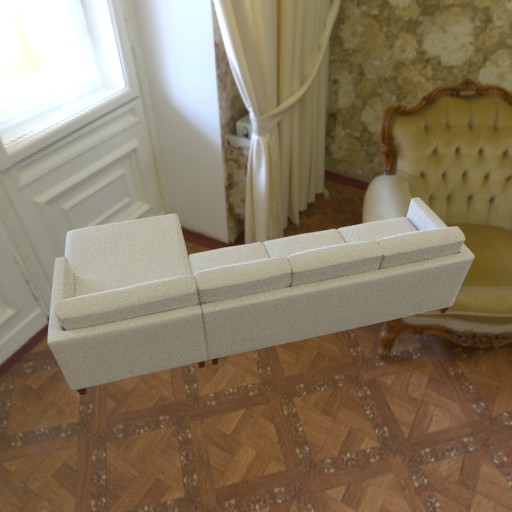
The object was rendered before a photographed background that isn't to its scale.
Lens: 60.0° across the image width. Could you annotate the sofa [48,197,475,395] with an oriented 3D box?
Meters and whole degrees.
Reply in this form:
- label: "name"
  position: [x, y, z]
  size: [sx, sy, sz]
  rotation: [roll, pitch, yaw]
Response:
- label: "sofa"
  position: [0.000, 0.000, 4.159]
  size: [3.471, 0.954, 1.599]
  rotation: [-10, 43, -11]
